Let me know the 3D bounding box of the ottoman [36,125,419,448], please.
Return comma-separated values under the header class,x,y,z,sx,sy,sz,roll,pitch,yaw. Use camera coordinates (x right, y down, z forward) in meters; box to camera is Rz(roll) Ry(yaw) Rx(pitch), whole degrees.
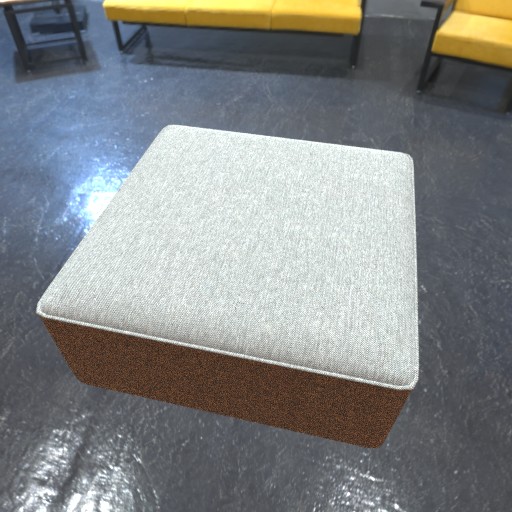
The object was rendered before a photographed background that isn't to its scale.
class,x,y,z,sx,sy,sz,roll,pitch,yaw
ottoman,0.000,0.000,1.553,1.005,0.455,1.005,9,47,9
